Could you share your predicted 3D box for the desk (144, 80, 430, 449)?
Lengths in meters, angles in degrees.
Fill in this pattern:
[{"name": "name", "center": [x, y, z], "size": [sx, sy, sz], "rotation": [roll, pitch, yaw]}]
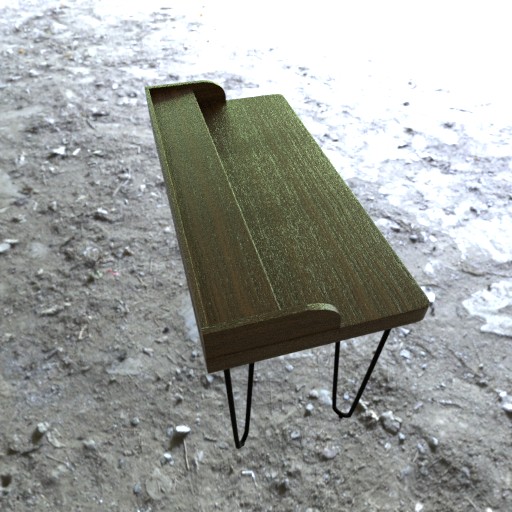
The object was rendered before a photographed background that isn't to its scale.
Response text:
[{"name": "desk", "center": [0.000, 0.000, 1.668], "size": [0.565, 0.854, 1.200], "rotation": [-11, 46, -11]}]
